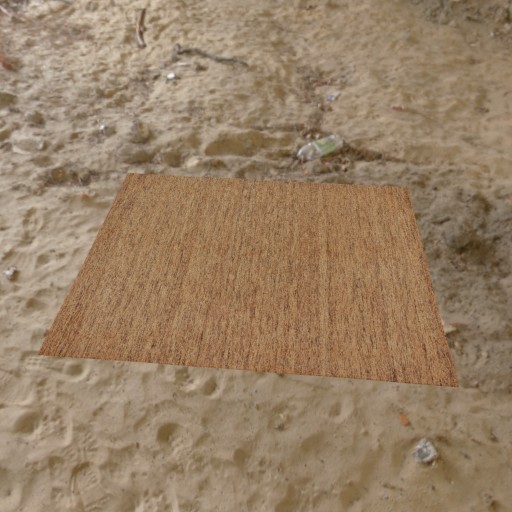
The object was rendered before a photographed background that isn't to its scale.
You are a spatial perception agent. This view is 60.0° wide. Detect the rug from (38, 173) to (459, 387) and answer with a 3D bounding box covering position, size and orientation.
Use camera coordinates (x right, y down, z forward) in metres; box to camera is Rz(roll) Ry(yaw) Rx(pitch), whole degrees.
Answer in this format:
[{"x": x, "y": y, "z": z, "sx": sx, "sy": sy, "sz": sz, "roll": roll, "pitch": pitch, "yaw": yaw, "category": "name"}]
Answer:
[{"x": 0.000, "y": 0.000, "z": 4.199, "sx": 3.200, "sy": 0.012, "sz": 2.438, "roll": 4, "pitch": 46, "yaw": 3, "category": "rug"}]
